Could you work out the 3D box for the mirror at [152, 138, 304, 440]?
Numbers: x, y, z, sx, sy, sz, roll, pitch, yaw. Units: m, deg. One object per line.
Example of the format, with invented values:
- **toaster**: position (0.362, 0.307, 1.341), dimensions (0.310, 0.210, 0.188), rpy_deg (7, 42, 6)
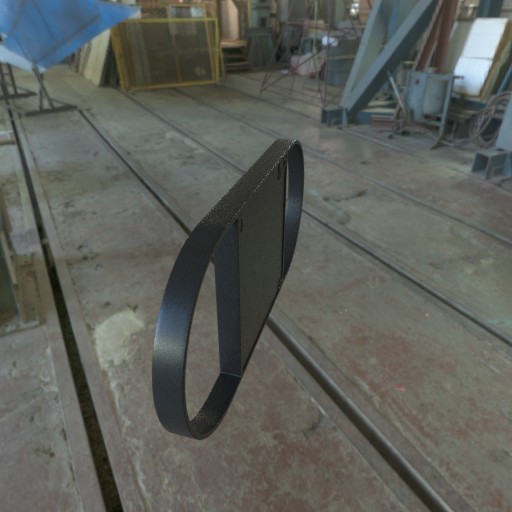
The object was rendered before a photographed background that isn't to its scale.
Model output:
- **mirror**: position (0.000, 0.000, 0.658), dimensions (0.032, 0.254, 0.584), rpy_deg (8, 31, 14)
